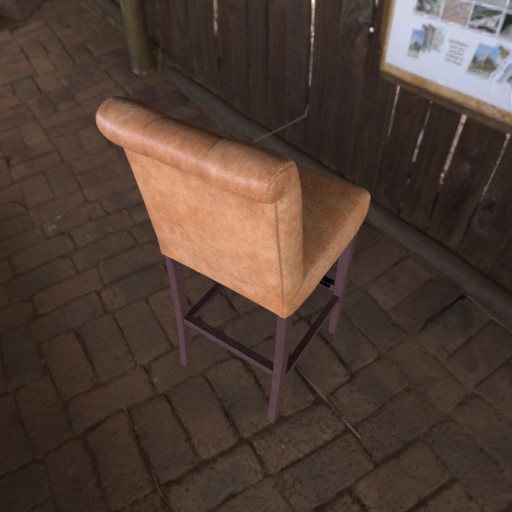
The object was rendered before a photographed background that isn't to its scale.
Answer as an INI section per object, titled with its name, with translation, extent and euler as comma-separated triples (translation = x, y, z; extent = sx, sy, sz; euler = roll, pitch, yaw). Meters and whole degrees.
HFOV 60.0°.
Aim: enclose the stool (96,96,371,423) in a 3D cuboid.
[stool]
translation = 0.000, 0.000, 1.415
extent = 0.493, 1.140, 0.601
euler = 26, 51, 23
